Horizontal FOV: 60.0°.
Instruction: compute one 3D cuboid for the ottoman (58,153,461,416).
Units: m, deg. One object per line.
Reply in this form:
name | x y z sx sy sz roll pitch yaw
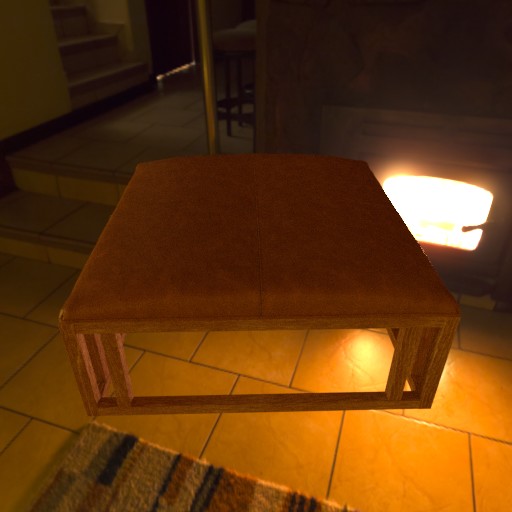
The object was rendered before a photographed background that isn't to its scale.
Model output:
ottoman | 0.000 0.000 1.604 1.013 0.442 1.016 -1 33 -1
